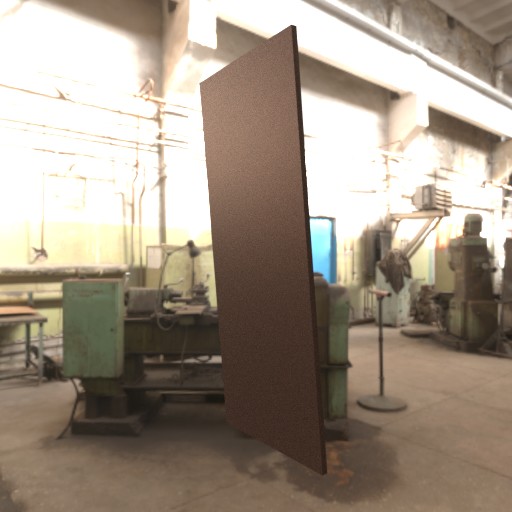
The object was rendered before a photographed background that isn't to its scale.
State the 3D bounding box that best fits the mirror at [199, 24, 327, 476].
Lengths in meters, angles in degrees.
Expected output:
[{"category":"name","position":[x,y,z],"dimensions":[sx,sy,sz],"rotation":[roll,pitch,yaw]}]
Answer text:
[{"category":"mirror","position":[0.000,0.000,2.318],"dimensions":[0.221,2.020,0.812],"rotation":[0,0,-37]}]
